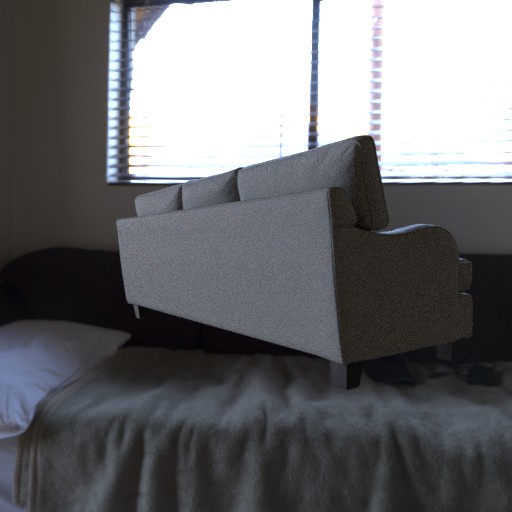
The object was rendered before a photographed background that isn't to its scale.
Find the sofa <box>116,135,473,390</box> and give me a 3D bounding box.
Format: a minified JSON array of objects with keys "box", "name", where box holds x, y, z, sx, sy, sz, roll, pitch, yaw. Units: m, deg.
[{"box":[0.000,0.000,2.802,1.016,0.997,2.323,-1,1,-36],"name":"sofa"}]
